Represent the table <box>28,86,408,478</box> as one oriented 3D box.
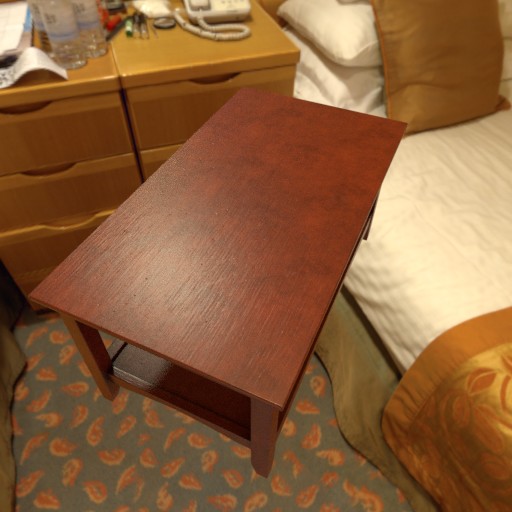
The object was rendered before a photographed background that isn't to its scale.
[{"bbox_3d":[0.000,0.000,1.234,0.533,0.456,0.943,19,50,17],"label":"table"}]
